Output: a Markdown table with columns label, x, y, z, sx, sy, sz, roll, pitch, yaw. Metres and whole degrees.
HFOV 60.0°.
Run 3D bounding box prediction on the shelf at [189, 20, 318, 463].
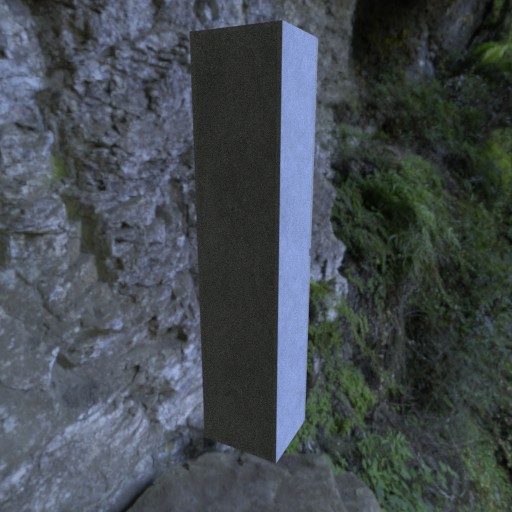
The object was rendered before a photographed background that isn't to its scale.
| label | x | y | z | sx | sy | sz | roll | pitch | yaw |
| --- | --- | --- | --- | --- | --- | --- | --- | --- | --- |
| shelf | 0.000 | 0.000 | 1.541 | 0.300 | 1.400 | 0.270 | 8 | 18 | 27 |
